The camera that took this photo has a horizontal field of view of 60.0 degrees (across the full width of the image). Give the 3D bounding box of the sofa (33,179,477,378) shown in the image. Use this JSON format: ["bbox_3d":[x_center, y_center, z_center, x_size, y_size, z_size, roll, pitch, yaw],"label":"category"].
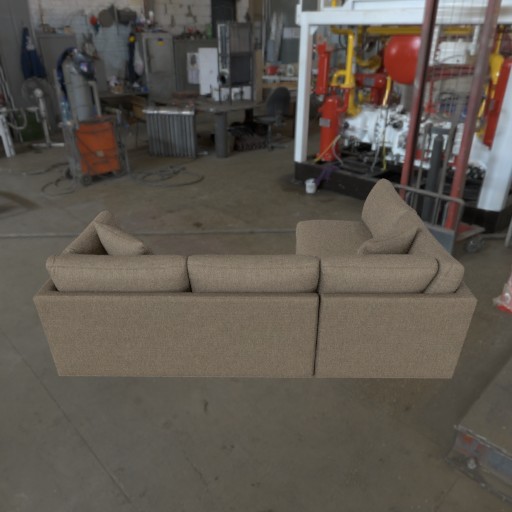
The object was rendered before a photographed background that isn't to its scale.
[{"bbox_3d":[0.000,0.000,3.841,2.896,0.978,1.994,0,27,1],"label":"sofa"}]
